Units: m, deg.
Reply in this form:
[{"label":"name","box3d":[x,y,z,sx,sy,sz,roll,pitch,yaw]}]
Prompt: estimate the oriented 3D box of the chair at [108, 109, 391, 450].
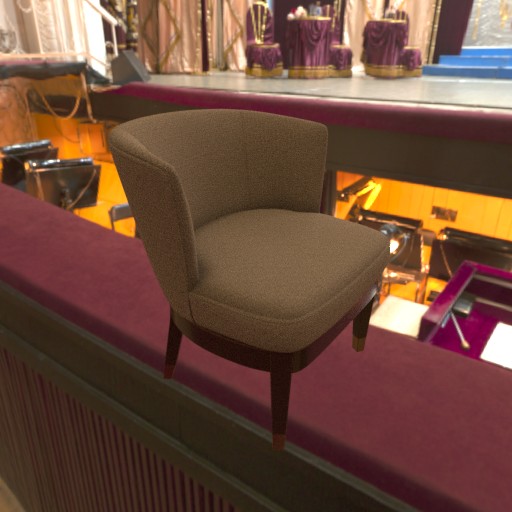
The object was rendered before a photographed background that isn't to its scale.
[{"label":"chair","box3d":[0.000,0.000,1.294,0.660,0.760,0.700,16,29,32]}]
